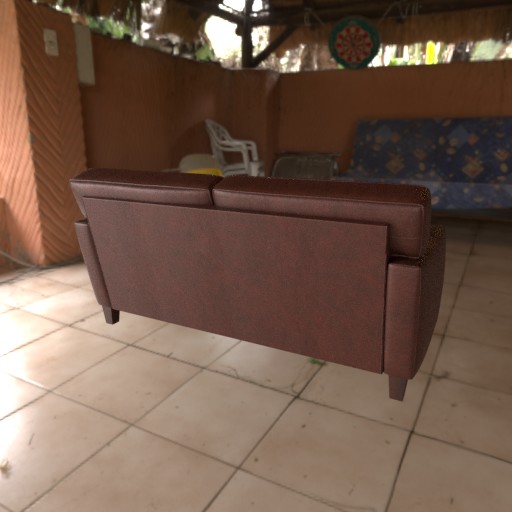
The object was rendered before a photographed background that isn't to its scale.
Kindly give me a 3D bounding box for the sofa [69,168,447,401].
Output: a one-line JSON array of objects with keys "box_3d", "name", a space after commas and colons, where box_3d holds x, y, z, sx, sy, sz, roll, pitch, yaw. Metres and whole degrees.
[{"box_3d": [0.000, 0.000, 2.416, 1.876, 0.928, 0.912, 8, 18, 27], "name": "sofa"}]
